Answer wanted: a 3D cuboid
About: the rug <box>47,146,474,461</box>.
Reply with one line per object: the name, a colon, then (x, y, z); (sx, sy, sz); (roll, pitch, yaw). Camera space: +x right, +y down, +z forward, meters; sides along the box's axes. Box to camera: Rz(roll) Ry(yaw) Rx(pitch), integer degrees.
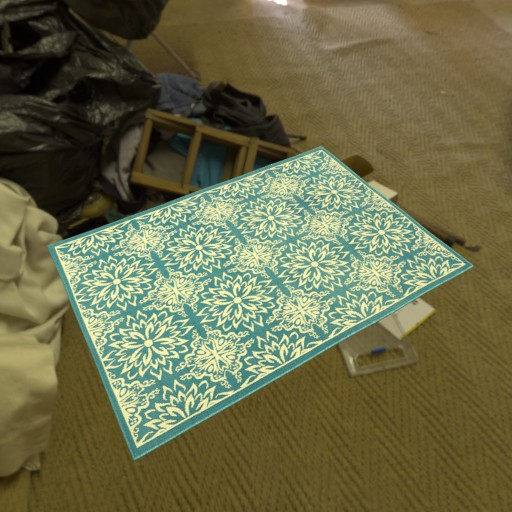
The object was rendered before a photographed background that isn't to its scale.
rug: (0.000, 0.000, 2.793); (2.205, 0.012, 1.554); (-24, 51, -21)
